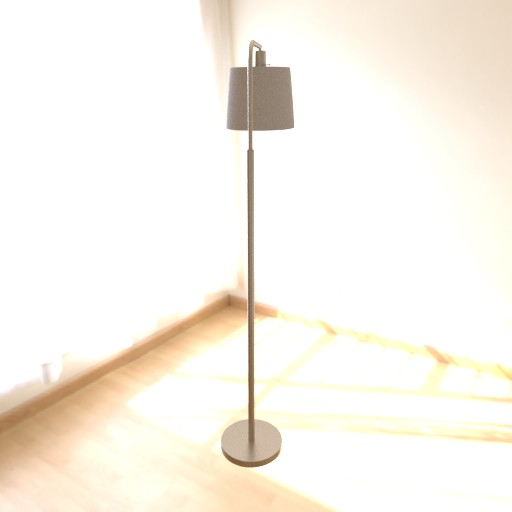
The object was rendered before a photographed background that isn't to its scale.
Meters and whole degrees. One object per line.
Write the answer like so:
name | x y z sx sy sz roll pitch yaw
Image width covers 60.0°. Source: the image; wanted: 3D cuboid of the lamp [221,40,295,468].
lamp | 0.000 0.000 1.660 0.254 1.478 0.508 2 17 7
